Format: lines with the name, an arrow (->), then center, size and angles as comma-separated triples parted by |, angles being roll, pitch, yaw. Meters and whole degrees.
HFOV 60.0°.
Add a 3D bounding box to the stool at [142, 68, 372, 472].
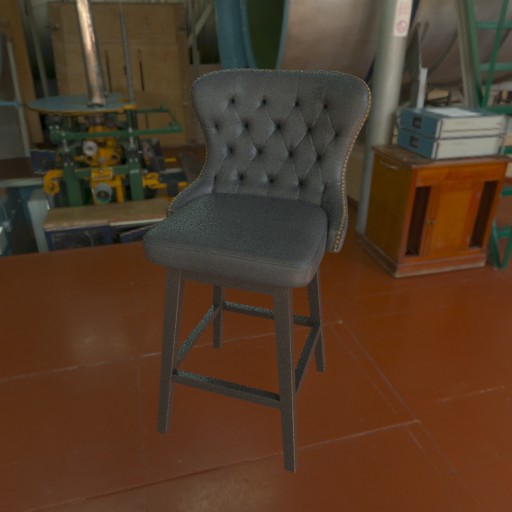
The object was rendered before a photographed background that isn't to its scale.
stool -> 0.000, 0.000, 1.297 | 0.528, 0.971, 0.593 | 9, 29, 17
